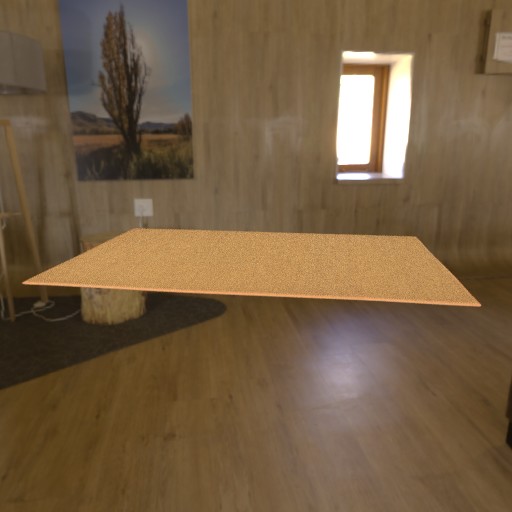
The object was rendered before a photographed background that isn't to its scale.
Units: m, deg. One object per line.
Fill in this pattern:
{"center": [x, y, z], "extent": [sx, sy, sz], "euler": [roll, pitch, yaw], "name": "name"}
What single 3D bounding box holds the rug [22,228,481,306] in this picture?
{"center": [0.000, 0.000, 2.104], "extent": [1.678, 0.013, 1.078], "euler": [2, 15, 8], "name": "rug"}
